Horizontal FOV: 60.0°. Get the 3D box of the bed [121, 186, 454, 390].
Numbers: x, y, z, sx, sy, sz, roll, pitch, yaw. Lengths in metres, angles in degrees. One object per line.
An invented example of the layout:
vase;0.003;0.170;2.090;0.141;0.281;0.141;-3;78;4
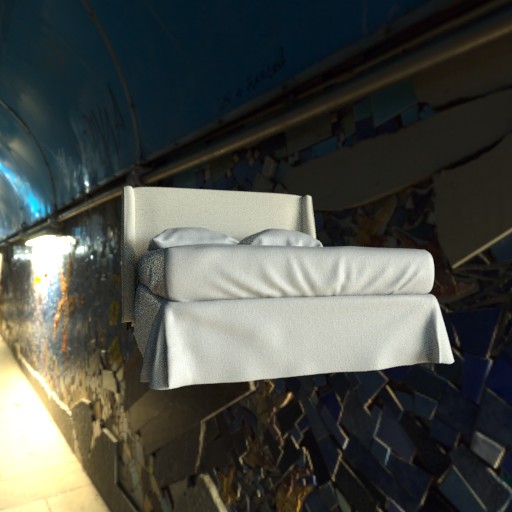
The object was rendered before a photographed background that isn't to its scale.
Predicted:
bed;0.000;0.000;3.404;1.925;1.332;2.276;0;-1;-18
